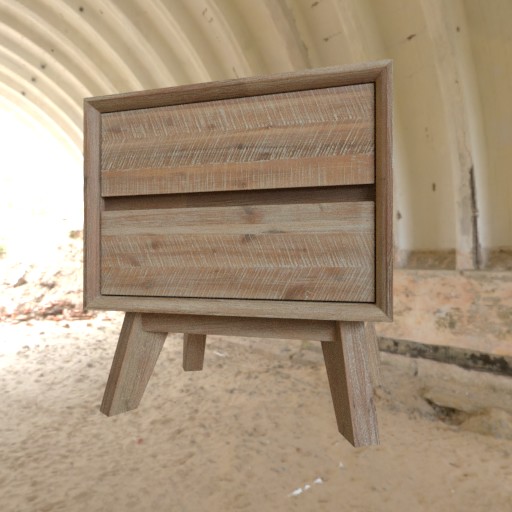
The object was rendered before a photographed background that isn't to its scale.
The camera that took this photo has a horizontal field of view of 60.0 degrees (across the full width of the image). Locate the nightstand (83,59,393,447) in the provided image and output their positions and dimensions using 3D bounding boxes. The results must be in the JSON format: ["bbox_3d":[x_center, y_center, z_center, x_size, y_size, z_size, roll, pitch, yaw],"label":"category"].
[{"bbox_3d":[0.000,0.000,0.933,0.552,0.589,0.396,0,0,17],"label":"nightstand"}]
